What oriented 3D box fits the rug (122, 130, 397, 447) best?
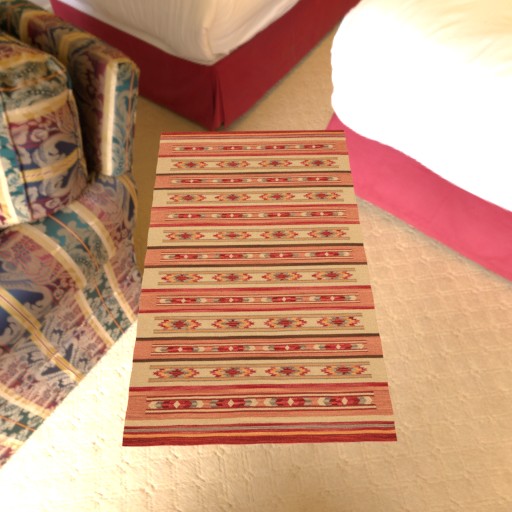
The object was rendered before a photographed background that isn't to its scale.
[{"bbox_3d":[0.000,0.000,3.081,1.535,0.010,2.431,-1,59,-1],"label":"rug"}]
